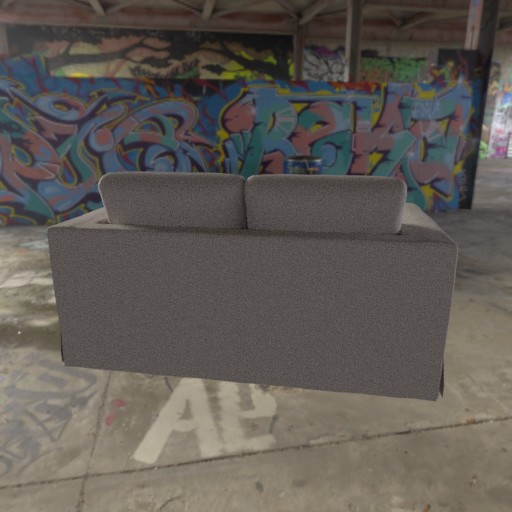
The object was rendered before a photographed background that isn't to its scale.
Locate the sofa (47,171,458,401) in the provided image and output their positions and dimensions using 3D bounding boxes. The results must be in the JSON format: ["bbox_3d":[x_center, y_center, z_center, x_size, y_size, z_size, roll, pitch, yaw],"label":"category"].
[{"bbox_3d":[0.000,0.000,2.397,1.813,0.932,1.009,3,17,9],"label":"sofa"}]
